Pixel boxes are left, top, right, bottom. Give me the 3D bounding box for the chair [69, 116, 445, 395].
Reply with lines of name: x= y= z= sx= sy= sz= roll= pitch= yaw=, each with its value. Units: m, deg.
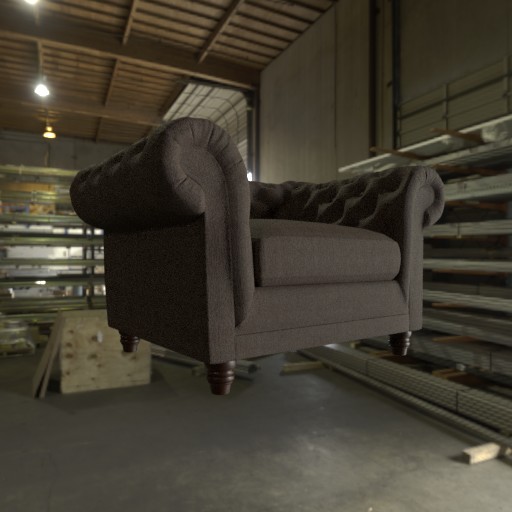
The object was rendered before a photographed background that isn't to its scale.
chair: x=0.000 y=0.000 z=1.829 sx=1.298 sy=0.780 sz=0.945 roll=0 pitch=0 yaw=-37
